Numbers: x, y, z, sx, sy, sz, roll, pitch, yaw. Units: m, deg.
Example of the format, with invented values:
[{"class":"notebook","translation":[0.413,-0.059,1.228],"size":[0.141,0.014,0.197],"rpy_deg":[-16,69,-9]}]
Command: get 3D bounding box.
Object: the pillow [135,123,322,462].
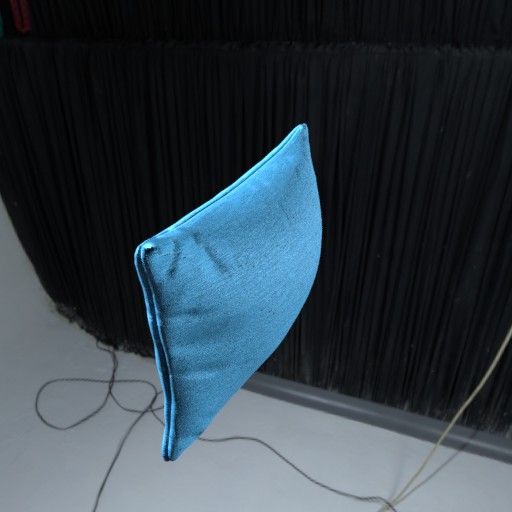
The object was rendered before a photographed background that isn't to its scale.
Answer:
[{"class":"pillow","translation":[0.000,0.000,0.788],"size":[0.210,0.338,0.633],"rpy_deg":[10,30,18]}]
